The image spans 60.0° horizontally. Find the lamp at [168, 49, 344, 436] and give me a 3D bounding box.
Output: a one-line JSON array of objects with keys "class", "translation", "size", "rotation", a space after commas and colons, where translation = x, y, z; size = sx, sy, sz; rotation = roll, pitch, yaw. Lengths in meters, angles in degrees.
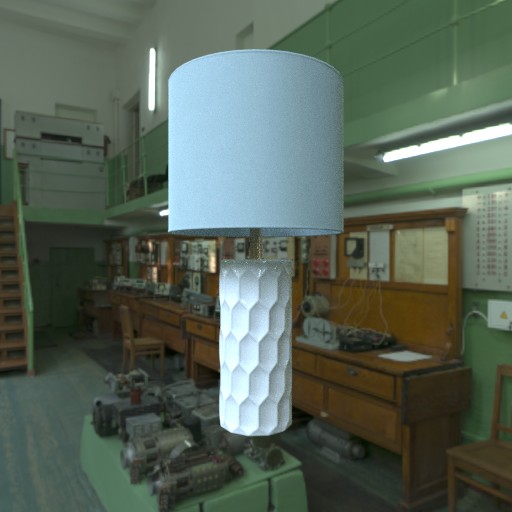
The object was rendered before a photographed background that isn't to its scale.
[{"class": "lamp", "translation": [0.000, 0.000, 0.711], "size": [0.277, 0.534, 0.277], "rotation": [0, 0, -35]}]
